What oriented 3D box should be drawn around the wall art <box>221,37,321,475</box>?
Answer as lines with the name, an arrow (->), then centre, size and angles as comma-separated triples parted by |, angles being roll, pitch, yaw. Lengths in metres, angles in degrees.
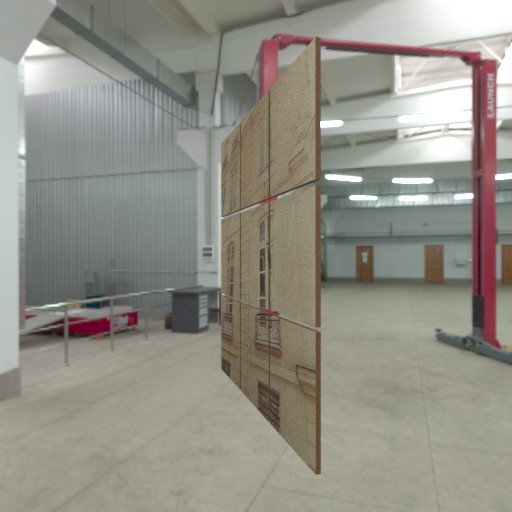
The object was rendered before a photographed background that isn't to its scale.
wall art -> 0.000, 0.000, 1.363 | 0.018, 0.913, 0.915 | 0, 0, -17
